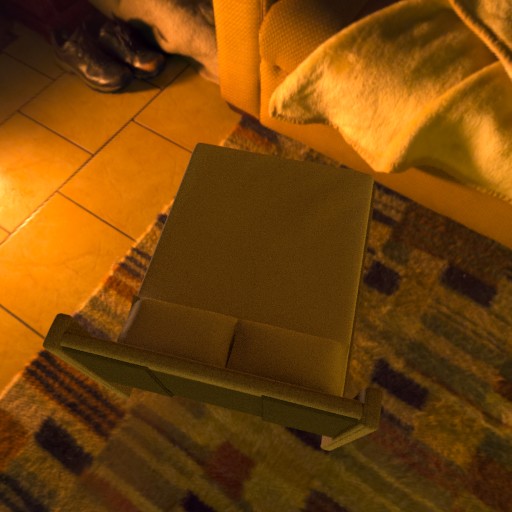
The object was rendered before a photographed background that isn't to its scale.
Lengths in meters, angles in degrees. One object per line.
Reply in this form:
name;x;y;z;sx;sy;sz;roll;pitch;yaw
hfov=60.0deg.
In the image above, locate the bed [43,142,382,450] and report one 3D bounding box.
bed;0.000;0.000;3.300;1.714;1.481;2.245;12;63;6
